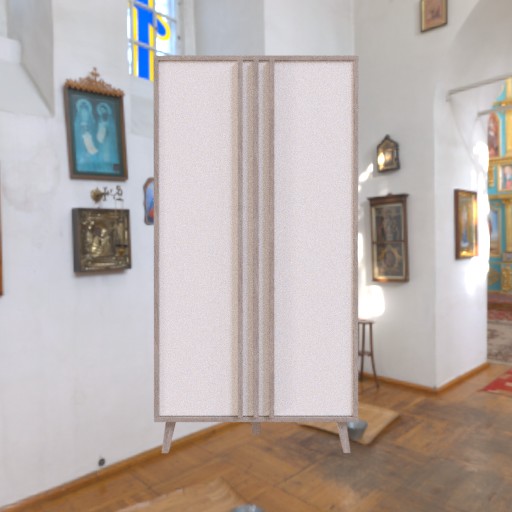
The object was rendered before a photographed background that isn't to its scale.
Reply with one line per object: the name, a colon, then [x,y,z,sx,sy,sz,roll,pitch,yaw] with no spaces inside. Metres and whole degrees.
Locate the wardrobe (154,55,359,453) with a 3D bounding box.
wardrobe: [0.000,0.000,2.447,1.000,1.960,0.600,0,0,0]
